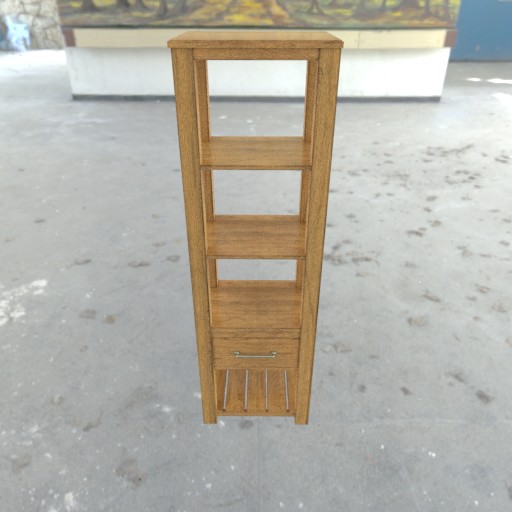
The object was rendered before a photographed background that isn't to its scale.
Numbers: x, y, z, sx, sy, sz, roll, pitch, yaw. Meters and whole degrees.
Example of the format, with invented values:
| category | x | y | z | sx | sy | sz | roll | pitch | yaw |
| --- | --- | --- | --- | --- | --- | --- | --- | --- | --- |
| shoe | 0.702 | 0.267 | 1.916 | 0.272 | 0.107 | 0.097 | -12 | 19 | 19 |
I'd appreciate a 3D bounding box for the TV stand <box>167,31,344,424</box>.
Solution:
| category | x | y | z | sx | sy | sz | roll | pitch | yaw |
| --- | --- | --- | --- | --- | --- | --- | --- | --- | --- |
| TV stand | 0.000 | 0.000 | 2.047 | 0.565 | 1.828 | 0.435 | 0 | 30 | 1 |
